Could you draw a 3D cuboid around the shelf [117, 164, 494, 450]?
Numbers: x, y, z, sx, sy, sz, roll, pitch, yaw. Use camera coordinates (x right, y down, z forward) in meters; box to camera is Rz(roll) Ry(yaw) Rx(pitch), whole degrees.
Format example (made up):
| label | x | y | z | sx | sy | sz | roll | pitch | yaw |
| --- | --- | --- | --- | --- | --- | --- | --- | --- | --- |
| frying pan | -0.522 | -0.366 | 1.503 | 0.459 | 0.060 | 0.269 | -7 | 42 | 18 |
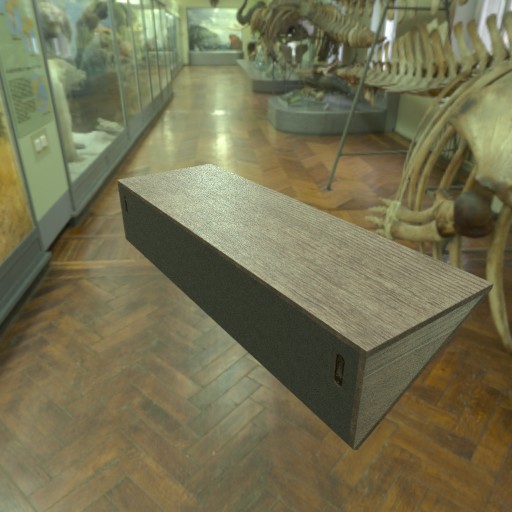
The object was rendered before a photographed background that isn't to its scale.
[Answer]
| label | x | y | z | sx | sy | sz | roll | pitch | yaw |
| --- | --- | --- | --- | --- | --- | --- | --- | --- | --- |
| shelf | 0.000 | 0.000 | 0.679 | 0.200 | 0.125 | 0.610 | -18 | 31 | -31 |
